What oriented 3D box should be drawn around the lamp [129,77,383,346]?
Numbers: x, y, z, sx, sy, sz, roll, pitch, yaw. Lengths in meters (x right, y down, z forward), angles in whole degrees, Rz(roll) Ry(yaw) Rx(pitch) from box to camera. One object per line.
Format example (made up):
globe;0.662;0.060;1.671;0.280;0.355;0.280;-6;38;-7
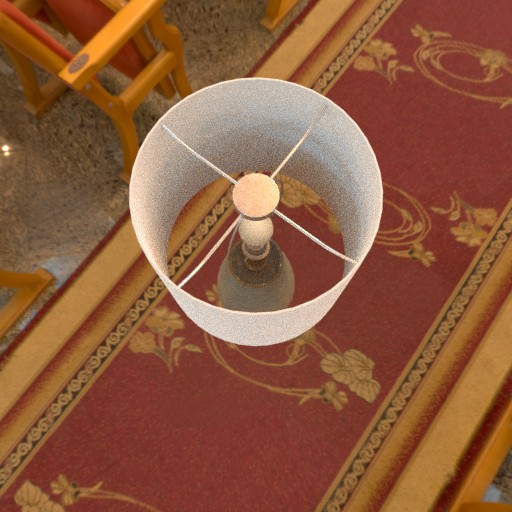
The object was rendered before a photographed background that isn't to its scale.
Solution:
lamp;0.000;0.000;0.465;0.186;0.369;0.186;0;76;0
